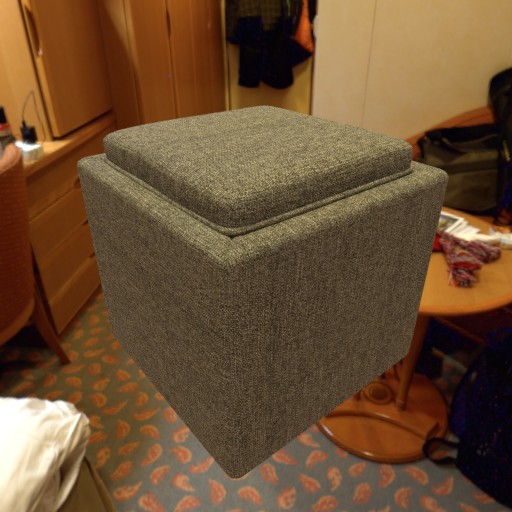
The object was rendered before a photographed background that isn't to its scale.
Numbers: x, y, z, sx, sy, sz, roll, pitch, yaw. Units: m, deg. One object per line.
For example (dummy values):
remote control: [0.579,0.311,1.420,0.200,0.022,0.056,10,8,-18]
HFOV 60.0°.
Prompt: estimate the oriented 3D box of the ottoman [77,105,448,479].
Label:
ottoman: [0.000,0.000,0.821,0.450,0.460,0.450,-22,37,-33]
